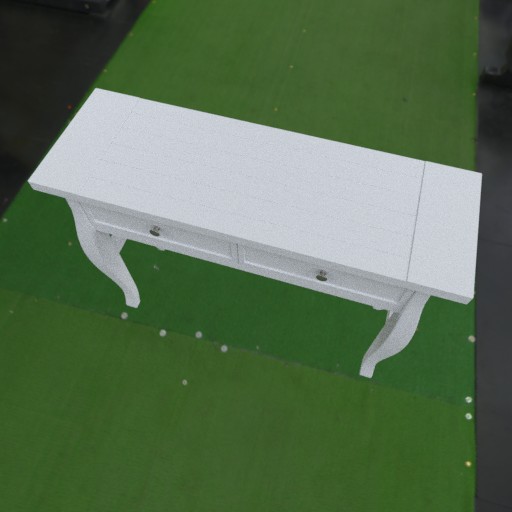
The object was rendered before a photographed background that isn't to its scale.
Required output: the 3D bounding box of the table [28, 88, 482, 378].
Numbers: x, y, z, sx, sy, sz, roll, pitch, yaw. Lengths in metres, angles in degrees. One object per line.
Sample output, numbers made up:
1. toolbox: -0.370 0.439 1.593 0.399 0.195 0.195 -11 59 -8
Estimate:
1. table: 0.000 0.000 1.424 1.062 0.768 0.373 15 61 9
